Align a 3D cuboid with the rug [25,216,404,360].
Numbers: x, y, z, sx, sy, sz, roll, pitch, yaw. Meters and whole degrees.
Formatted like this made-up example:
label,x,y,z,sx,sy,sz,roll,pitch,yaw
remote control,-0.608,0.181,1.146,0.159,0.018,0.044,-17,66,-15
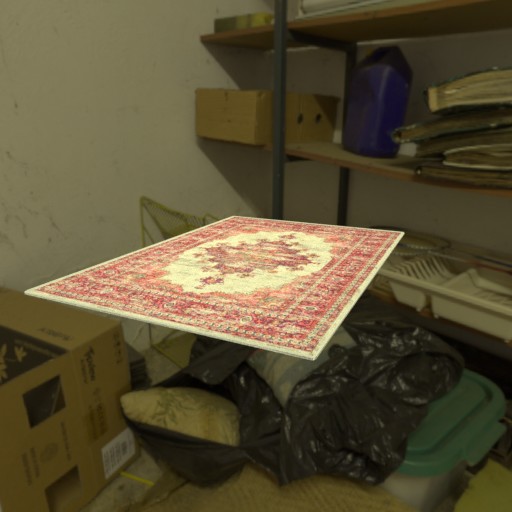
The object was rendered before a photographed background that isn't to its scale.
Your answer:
label,x,y,z,sx,sy,sz,roll,pitch,yaw
rug,0.000,0.000,2.268,1.217,0.011,1.747,8,18,25
